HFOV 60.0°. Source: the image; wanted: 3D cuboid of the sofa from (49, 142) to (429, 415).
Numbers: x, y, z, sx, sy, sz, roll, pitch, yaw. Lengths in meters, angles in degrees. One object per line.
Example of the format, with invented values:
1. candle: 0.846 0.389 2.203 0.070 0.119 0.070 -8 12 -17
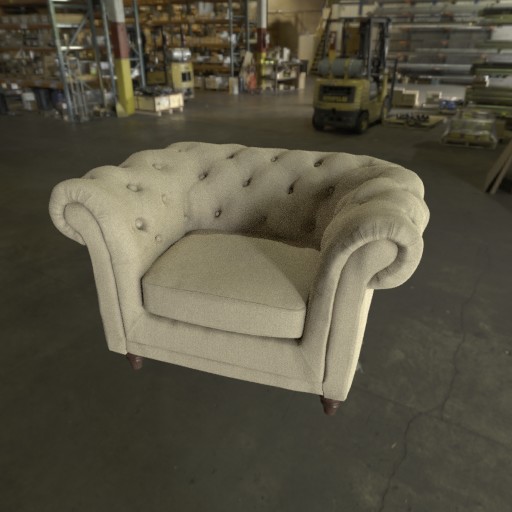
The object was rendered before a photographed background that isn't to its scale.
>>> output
1. sofa: 0.000 0.000 2.050 1.405 0.878 1.034 8 27 16
